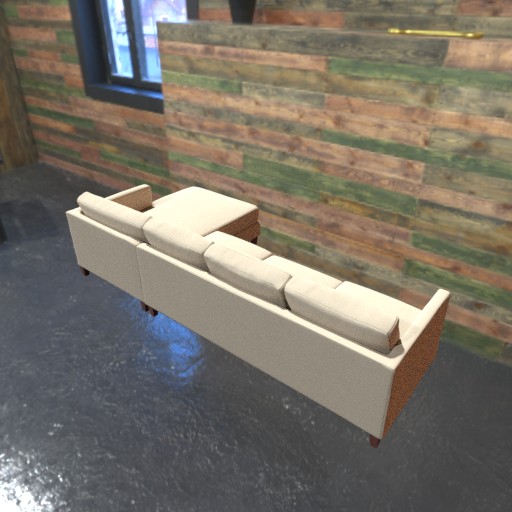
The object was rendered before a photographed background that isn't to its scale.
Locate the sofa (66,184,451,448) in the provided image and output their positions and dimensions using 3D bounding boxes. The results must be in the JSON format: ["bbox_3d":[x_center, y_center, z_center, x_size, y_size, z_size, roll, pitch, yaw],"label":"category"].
[{"bbox_3d":[0.000,0.000,3.848,3.186,0.861,1.625,22,37,33],"label":"sofa"}]
